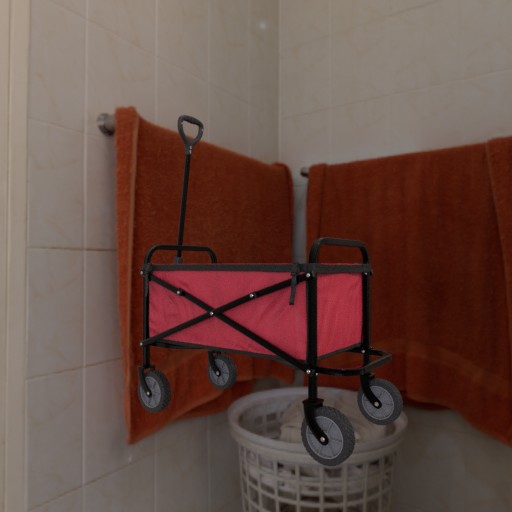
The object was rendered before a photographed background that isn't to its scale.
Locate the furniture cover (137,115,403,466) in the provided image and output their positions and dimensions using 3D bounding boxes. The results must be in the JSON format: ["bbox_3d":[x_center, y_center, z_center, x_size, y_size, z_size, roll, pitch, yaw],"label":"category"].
[{"bbox_3d":[0.000,0.000,1.810,1.038,1.295,0.532,-1,-2,37],"label":"furniture cover"}]
